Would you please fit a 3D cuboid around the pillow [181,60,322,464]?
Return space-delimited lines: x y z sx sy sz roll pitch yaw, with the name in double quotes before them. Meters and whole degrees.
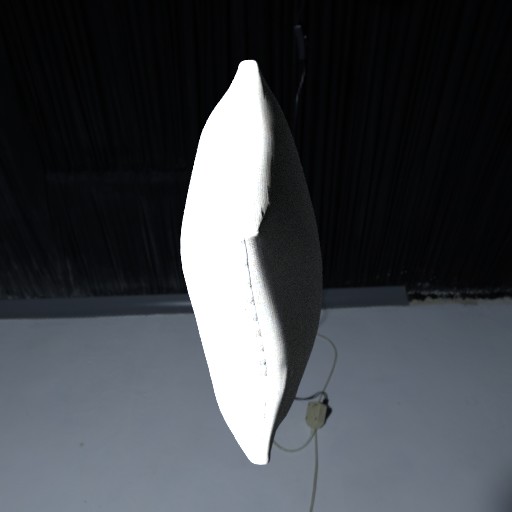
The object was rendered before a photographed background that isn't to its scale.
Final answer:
"pillow" 0.000 0.000 0.755 0.219 0.491 0.496 0 41 0
